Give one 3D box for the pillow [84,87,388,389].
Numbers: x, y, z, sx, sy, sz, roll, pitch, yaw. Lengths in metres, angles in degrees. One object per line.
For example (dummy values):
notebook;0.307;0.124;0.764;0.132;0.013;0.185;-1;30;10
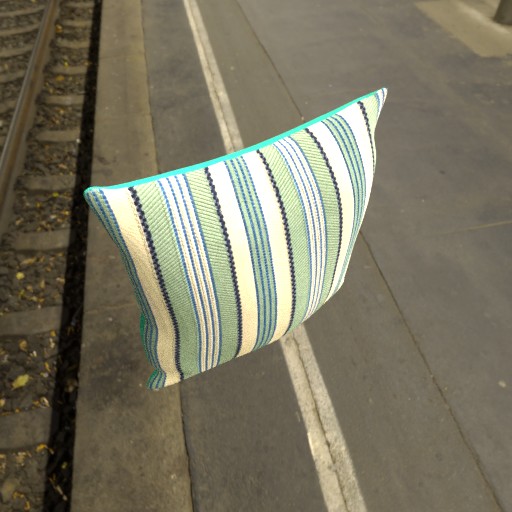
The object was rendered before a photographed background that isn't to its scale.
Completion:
pillow;0.000;0.000;0.688;0.440;0.441;0.182;-26;52;-22
